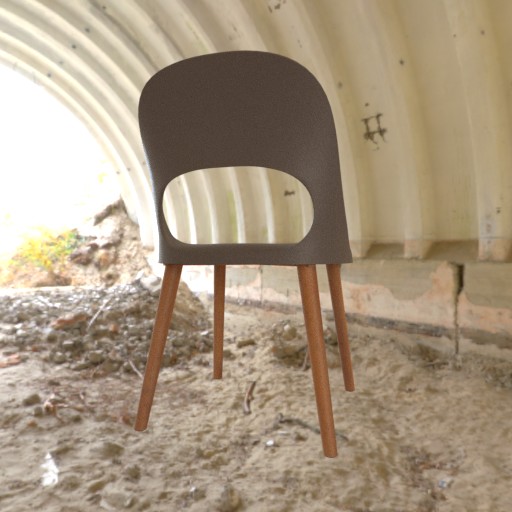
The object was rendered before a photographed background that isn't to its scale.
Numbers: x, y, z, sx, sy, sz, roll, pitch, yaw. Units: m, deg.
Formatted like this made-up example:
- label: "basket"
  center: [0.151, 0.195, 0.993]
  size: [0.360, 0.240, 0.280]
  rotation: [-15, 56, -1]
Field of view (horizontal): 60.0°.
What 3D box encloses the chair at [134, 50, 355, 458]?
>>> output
- label: "chair"
  center: [0.000, 0.000, 1.128]
  size: [0.470, 0.794, 0.556]
  rotation: [0, 0, 18]
